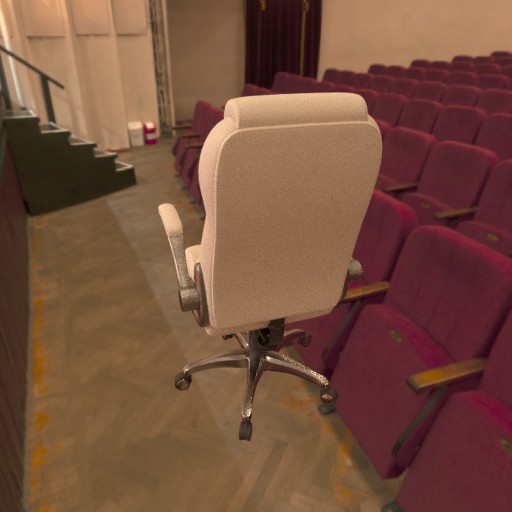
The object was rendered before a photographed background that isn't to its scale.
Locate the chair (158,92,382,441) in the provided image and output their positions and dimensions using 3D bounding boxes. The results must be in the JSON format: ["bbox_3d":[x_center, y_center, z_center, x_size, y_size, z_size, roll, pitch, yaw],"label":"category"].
[{"bbox_3d":[0.000,0.000,1.826,0.755,1.330,0.806,-8,28,-17],"label":"chair"}]
